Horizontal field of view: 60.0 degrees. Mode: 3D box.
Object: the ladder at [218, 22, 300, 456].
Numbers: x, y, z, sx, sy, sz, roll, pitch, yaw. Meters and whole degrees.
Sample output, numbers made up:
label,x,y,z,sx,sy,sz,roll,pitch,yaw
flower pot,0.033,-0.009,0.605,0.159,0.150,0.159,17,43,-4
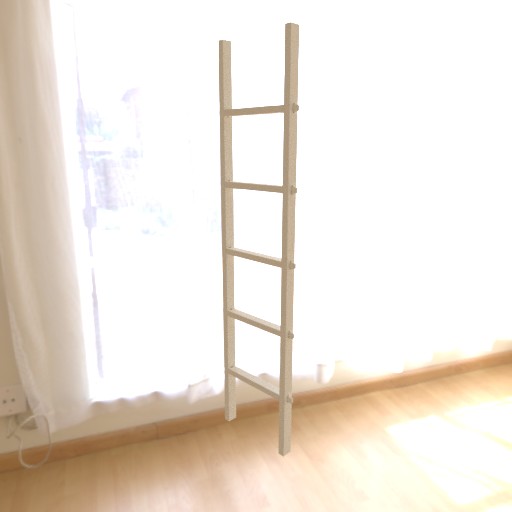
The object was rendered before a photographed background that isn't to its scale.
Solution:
label,x,y,z,sx,sy,sz,roll,pitch,yaw
ladder,0.000,0.000,1.949,0.051,1.797,0.452,-14,19,-43
